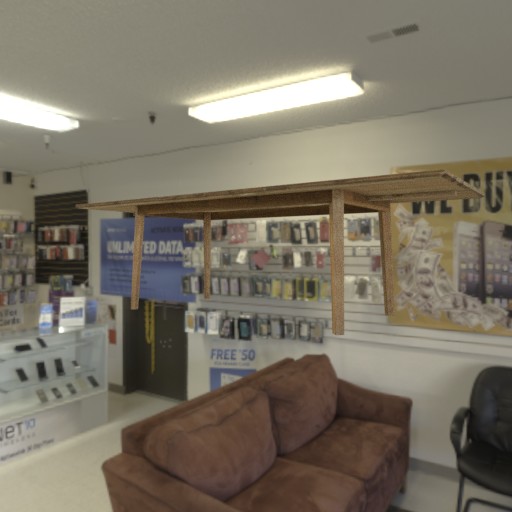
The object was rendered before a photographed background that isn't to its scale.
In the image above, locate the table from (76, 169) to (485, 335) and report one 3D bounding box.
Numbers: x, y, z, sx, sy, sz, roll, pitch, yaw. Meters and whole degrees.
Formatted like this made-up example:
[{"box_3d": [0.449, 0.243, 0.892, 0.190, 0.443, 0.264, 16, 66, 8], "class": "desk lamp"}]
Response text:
[{"box_3d": [0.000, 0.000, 2.973, 2.603, 0.752, 1.000, 1, 1, 36], "class": "table"}]
